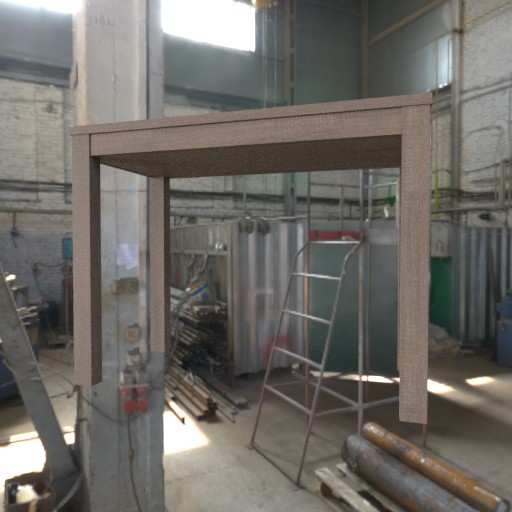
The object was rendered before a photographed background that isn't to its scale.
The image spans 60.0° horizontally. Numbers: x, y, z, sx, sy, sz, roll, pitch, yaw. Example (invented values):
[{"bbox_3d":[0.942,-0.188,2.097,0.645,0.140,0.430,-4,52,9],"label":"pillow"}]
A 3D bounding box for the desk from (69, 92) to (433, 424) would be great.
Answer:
[{"bbox_3d":[0.000,0.000,1.397,0.991,0.762,0.495,0,2,17],"label":"desk"}]
